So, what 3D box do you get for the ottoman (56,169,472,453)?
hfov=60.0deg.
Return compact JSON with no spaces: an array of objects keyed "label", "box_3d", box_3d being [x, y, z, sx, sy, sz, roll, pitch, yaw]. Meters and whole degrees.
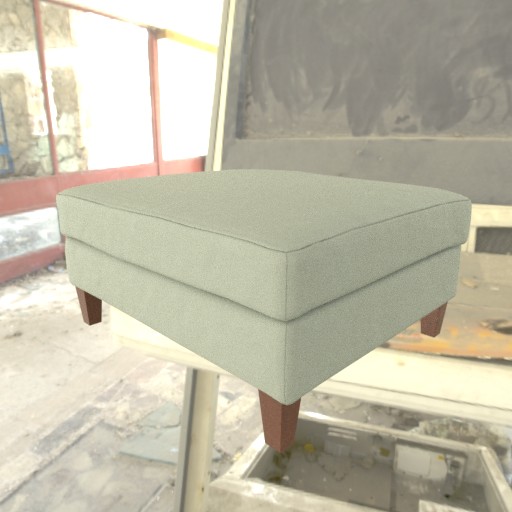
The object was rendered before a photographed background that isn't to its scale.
[{"label":"ottoman","box_3d":[0.000,0.000,1.392,0.991,0.494,0.842,16,22,43]}]
